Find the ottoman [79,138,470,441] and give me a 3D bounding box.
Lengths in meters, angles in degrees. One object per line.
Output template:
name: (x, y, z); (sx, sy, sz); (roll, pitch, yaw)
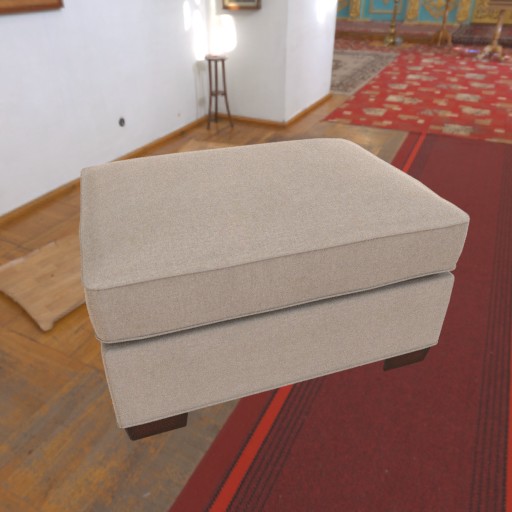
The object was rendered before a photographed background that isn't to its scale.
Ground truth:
ottoman: (0.000, 0.000, 1.224); (0.846, 0.503, 0.617); (-10, 34, -16)
